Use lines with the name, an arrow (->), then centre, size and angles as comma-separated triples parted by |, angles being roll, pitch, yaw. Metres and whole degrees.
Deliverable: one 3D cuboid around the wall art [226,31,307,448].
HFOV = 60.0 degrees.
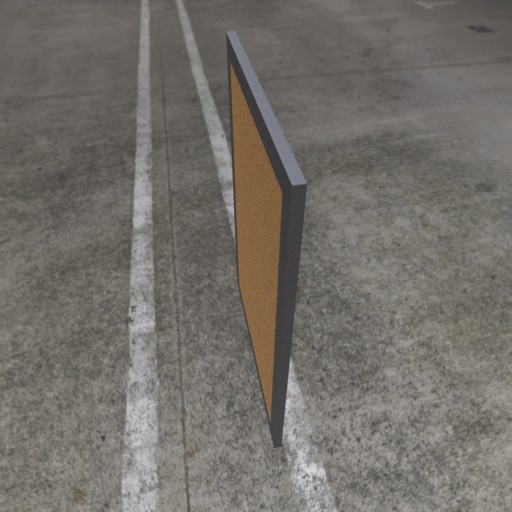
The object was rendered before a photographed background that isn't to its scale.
wall art -> 0.000, 0.000, 0.687 | 0.013, 0.534, 0.380 | -8, 45, -8
